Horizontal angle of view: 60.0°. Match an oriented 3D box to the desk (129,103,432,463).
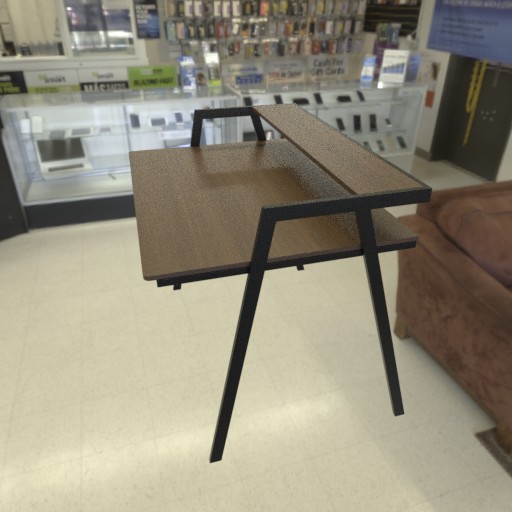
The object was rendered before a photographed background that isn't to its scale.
[{"bbox_3d":[0.000,0.000,1.912,0.936,0.998,1.143,-8,32,-13],"label":"desk"}]
